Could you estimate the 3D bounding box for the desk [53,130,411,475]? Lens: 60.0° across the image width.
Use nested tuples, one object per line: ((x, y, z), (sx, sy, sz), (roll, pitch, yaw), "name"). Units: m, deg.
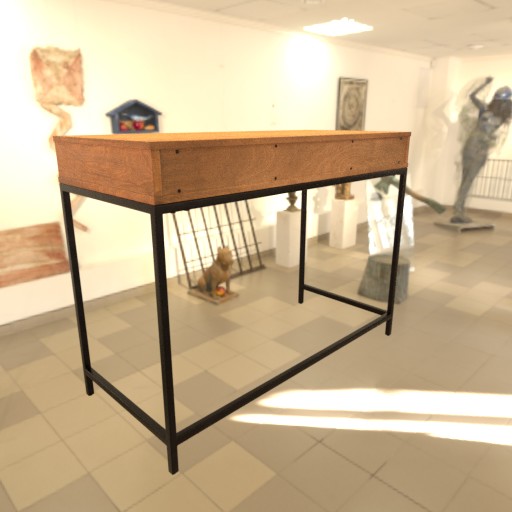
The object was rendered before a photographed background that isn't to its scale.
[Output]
((0.000, 0.000, 1.429), (1.016, 0.762, 0.470), (-16, 23, -42), "desk")
